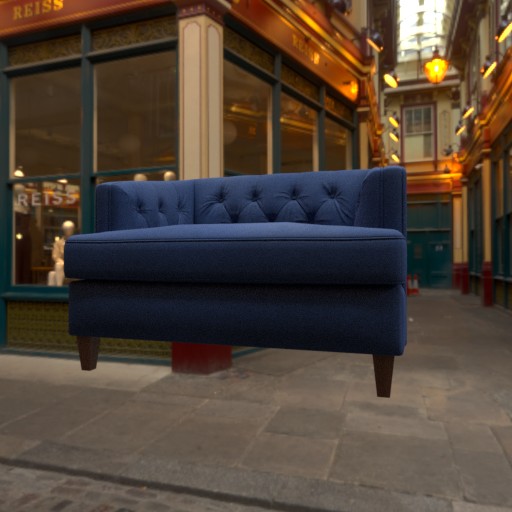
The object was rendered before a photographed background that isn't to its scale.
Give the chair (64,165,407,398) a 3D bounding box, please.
[{"bbox_3d":[0.000,0.000,1.755,1.118,0.787,0.914,0,0,17],"label":"chair"}]
